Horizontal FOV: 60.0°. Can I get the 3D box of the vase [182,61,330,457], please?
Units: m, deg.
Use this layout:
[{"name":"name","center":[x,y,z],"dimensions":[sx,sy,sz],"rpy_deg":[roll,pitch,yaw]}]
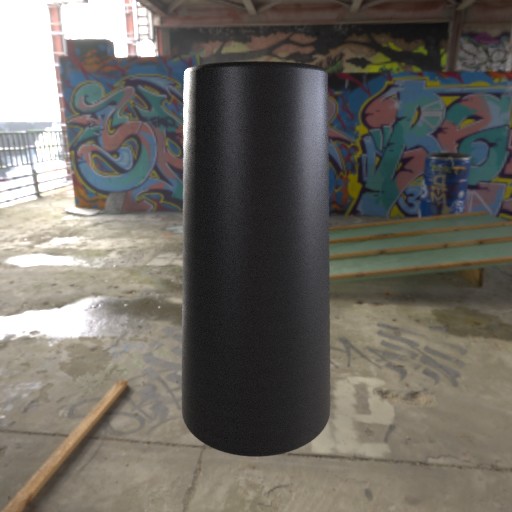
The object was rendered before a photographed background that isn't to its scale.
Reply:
[{"name":"vase","center":[0.000,0.000,0.371],"dimensions":[0.136,0.289,0.136],"rpy_deg":[8,19,25]}]
